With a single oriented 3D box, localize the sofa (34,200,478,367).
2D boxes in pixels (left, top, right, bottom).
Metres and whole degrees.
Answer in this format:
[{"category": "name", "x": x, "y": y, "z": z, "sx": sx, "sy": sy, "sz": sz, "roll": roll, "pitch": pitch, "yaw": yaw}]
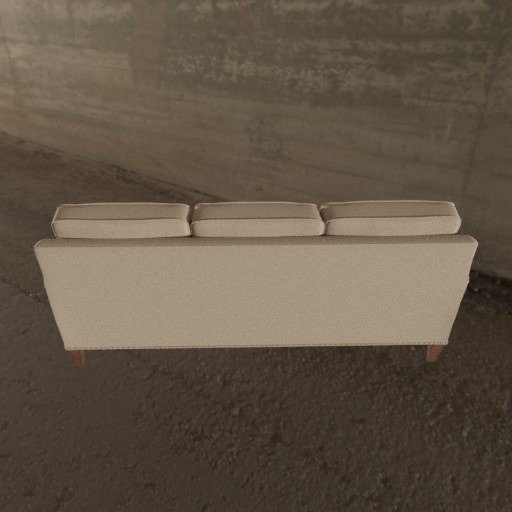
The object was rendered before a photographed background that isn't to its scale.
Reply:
[{"category": "sofa", "x": 0.000, "y": 0.000, "z": 2.771, "sx": 2.246, "sy": 1.003, "sz": 1.084, "roll": -1, "pitch": 29, "yaw": -1}]
